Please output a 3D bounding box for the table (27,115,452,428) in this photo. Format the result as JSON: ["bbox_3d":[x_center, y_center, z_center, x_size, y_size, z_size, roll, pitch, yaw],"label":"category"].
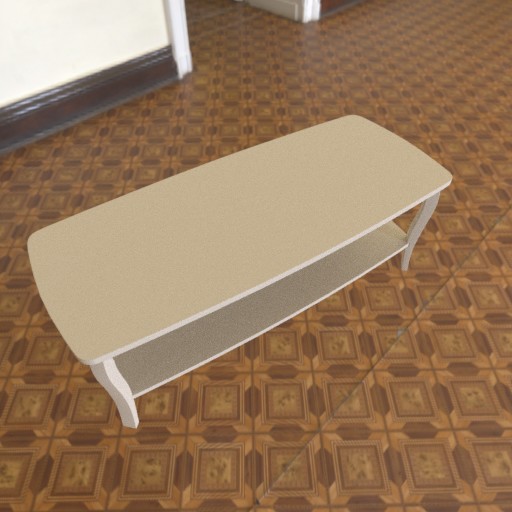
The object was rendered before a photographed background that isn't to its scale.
[{"bbox_3d":[0.000,0.000,1.568,1.334,0.474,0.561,-26,52,-22],"label":"table"}]
